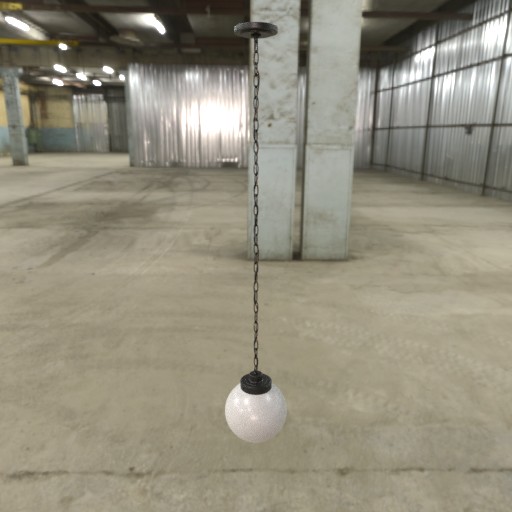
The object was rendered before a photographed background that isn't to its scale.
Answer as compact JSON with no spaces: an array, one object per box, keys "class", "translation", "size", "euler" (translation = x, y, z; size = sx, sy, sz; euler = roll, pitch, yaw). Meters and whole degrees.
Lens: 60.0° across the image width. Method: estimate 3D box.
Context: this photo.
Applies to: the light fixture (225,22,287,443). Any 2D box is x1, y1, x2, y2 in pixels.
[{"class":"light fixture","translation":[0.000,0.000,1.987],"size":[0.304,1.867,0.305],"euler":[7,16,25]}]
